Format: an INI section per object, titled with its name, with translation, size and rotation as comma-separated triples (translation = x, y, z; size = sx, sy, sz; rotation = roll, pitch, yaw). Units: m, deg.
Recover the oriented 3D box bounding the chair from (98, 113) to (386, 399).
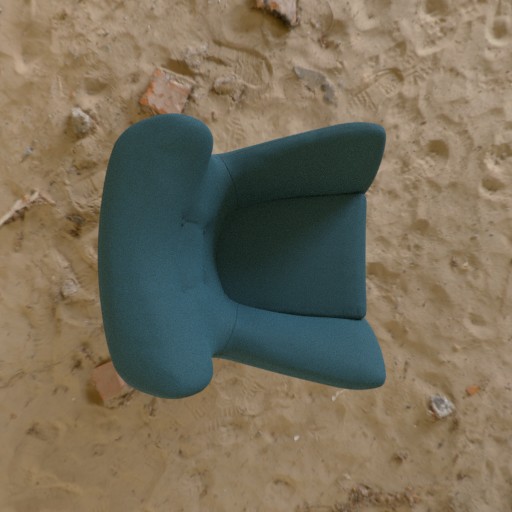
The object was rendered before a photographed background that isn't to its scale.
[chair]
translation = 0.000, 0.000, 1.627
size = 0.889, 0.889, 0.890
rotation = 0, 90, 0
